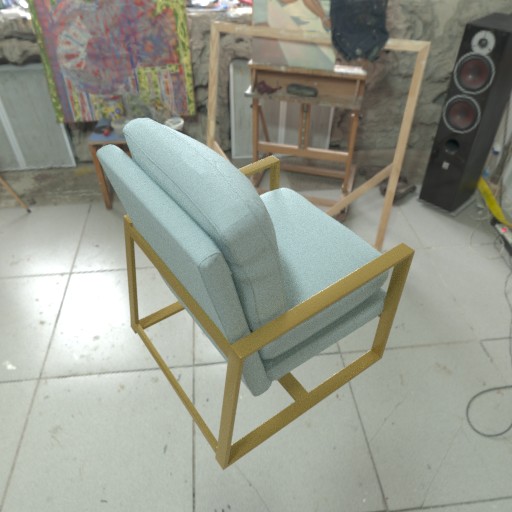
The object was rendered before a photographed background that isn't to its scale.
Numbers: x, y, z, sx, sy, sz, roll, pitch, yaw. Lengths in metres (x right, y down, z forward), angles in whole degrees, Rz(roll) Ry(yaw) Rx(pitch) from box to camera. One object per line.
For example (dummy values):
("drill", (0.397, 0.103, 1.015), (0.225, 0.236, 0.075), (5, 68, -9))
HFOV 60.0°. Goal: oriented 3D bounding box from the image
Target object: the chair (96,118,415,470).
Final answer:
("chair", (0.000, 0.000, 1.571), (0.813, 0.956, 0.758), (-25, 48, -26))
